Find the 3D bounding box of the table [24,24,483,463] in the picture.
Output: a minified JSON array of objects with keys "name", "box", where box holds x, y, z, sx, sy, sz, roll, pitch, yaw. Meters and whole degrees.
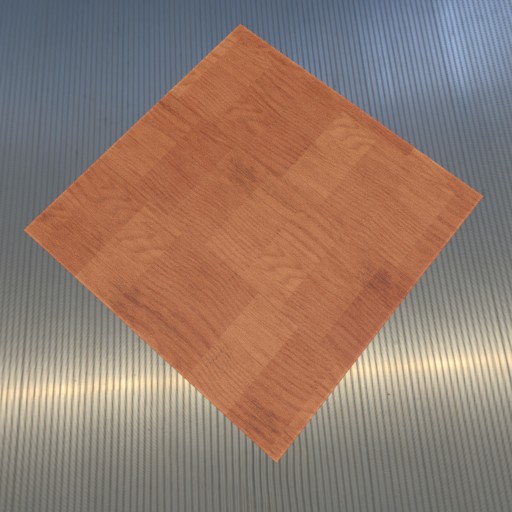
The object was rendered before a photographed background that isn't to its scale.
[{"name":"table","box":[0.000,0.000,1.370,0.747,0.738,0.747,40,78,10]}]
